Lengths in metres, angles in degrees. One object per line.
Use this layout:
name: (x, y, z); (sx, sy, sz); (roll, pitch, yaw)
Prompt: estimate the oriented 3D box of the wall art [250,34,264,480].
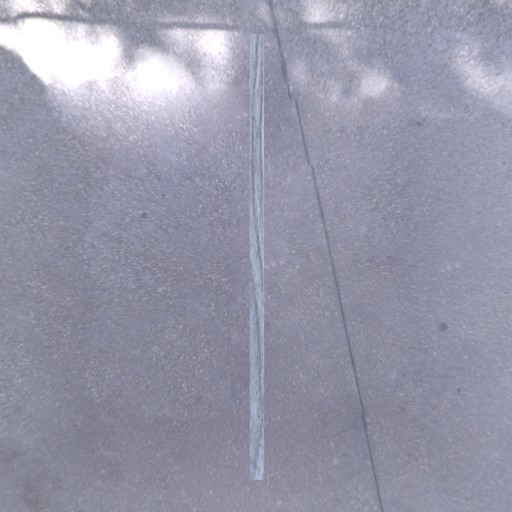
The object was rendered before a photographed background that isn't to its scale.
wall art: (0.000, 0.000, 0.757); (0.016, 0.507, 0.508); (0, 90, 0)
